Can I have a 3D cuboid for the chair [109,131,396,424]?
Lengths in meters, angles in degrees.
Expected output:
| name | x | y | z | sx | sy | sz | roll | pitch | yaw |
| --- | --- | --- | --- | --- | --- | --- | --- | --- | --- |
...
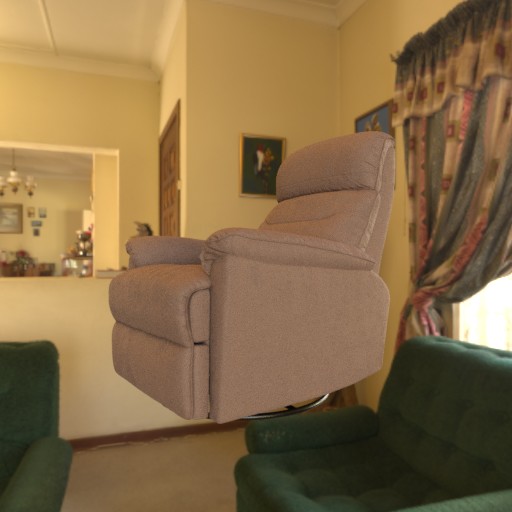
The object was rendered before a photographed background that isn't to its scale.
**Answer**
| name | x | y | z | sx | sy | sz | roll | pitch | yaw |
| --- | --- | --- | --- | --- | --- | --- | --- | --- | --- |
| chair | 0.000 | 0.000 | 1.739 | 1.004 | 1.037 | 0.820 | 0 | 0 | -35 |
